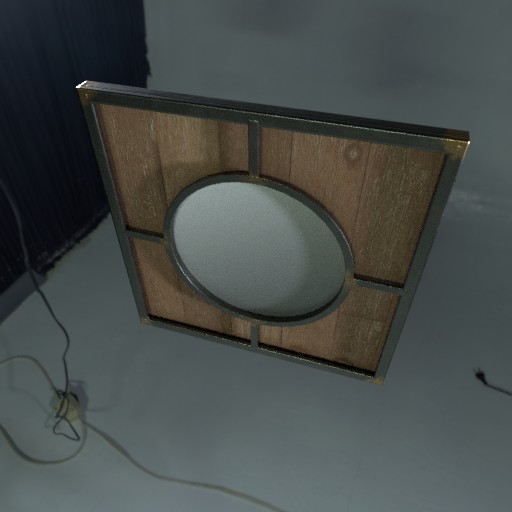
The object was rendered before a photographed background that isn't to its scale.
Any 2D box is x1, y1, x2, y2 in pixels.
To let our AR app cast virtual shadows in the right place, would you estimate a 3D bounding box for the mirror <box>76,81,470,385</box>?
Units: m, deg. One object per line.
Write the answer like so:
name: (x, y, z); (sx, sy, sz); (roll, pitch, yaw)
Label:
mirror: (0.000, 0.000, 0.548); (0.382, 0.381, 0.020); (12, 44, 13)
